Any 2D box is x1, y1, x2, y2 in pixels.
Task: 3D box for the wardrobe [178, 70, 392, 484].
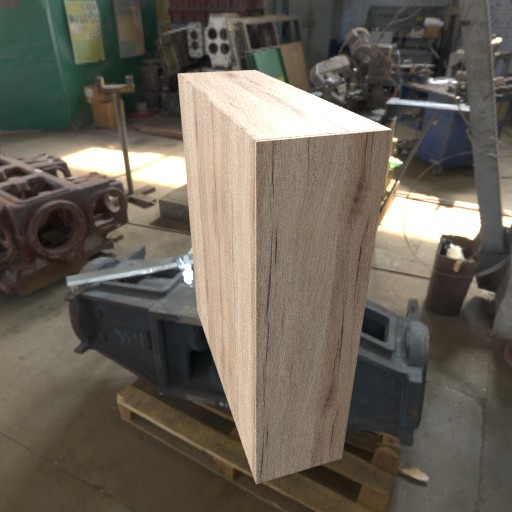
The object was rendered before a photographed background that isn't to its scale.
[{"bbox_3d":[0.000,0.000,2.964,0.580,2.070,1.810,-9,31,-15],"label":"wardrobe"}]
